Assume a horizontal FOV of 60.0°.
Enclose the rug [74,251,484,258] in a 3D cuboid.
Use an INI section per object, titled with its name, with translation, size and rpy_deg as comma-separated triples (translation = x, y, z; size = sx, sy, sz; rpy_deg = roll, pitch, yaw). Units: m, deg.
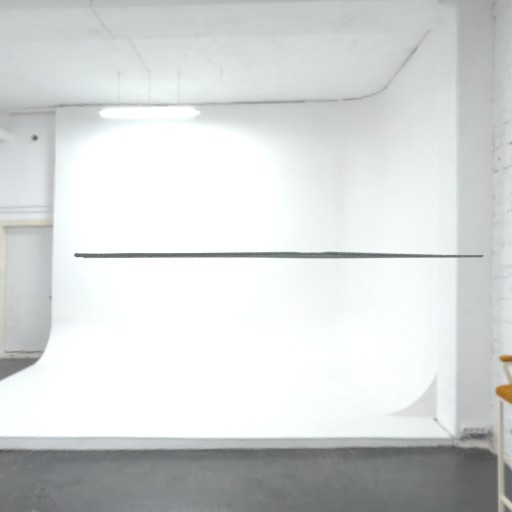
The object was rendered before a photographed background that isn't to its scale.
[rug]
translation = 0.000, 0.000, 4.355
size = 3.237, 0.046, 2.461
rpy_deg = 0, -1, -20
